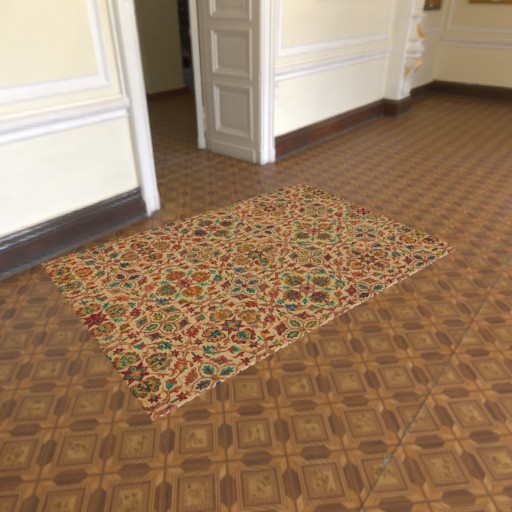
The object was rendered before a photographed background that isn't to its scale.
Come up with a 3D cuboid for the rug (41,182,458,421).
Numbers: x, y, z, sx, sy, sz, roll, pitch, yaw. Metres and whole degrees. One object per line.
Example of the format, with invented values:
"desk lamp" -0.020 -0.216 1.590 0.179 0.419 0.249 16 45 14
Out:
"rug" 0.000 0.000 2.928 2.297 0.018 1.541 -22 37 -32
